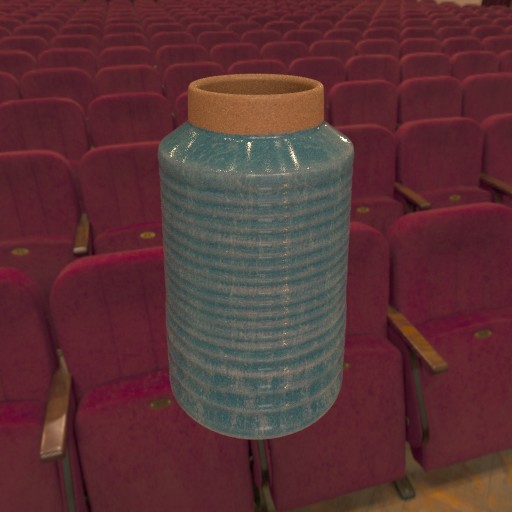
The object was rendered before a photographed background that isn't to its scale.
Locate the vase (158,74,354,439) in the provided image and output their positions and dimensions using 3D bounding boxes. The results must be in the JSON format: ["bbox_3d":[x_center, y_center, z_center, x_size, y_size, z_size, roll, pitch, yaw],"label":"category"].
[{"bbox_3d":[0.000,0.000,0.363,0.163,0.267,0.163,0,30,0],"label":"vase"}]
